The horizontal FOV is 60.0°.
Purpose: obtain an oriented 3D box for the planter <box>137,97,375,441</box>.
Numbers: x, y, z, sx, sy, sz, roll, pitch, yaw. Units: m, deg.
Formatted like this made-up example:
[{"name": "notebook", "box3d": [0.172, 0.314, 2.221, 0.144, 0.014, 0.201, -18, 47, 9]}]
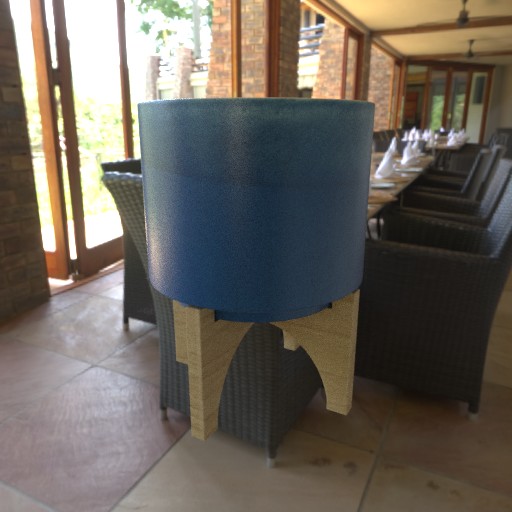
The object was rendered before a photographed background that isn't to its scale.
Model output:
[{"name": "planter", "box3d": [0.000, 0.000, 0.406, 0.192, 0.263, 0.192, 0, 16, 0]}]
